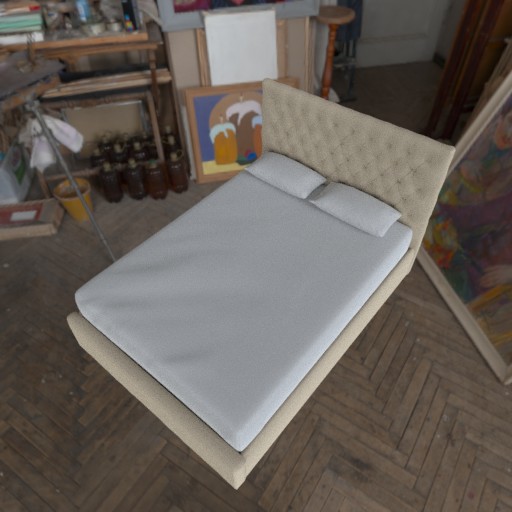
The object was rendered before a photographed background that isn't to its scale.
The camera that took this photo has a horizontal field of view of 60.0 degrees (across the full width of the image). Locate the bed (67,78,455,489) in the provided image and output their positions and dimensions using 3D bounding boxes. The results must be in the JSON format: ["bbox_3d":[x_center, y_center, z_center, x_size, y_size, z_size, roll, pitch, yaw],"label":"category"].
[{"bbox_3d":[0.000,0.000,3.321,1.698,1.427,2.387,31,54,26],"label":"bed"}]
